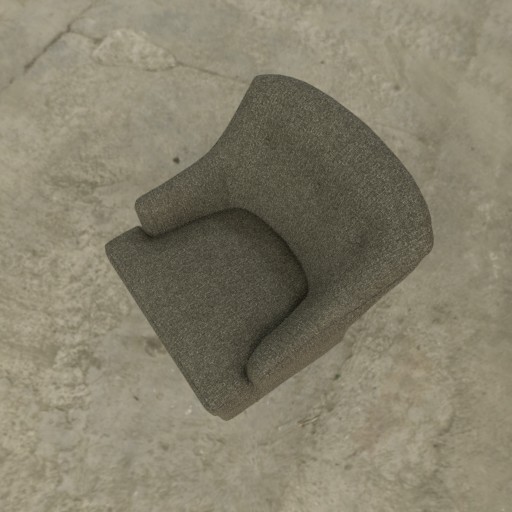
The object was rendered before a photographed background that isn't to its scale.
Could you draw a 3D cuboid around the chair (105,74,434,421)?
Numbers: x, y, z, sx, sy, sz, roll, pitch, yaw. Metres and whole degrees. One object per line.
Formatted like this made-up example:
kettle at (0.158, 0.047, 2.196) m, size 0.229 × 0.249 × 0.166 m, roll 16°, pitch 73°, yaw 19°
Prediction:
chair at (0.000, 0.000, 1.678) m, size 0.923 × 0.856 × 0.864 m, roll -33°, pitch 69°, yaw -15°
